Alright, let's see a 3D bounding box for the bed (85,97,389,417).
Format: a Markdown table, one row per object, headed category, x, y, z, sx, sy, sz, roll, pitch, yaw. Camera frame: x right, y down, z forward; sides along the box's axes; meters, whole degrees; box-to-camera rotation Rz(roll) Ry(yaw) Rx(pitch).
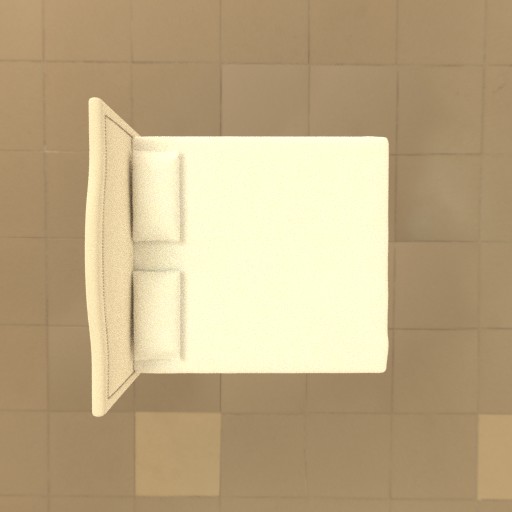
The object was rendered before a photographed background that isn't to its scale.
| category | x | y | z | sx | sy | sz | roll | pitch | yaw |
| --- | --- | --- | --- | --- | --- | --- | --- | --- | --- |
| bed | 0.000 | 0.000 | 3.483 | 2.182 | 1.421 | 2.083 | 0 | 92 | 0 |
